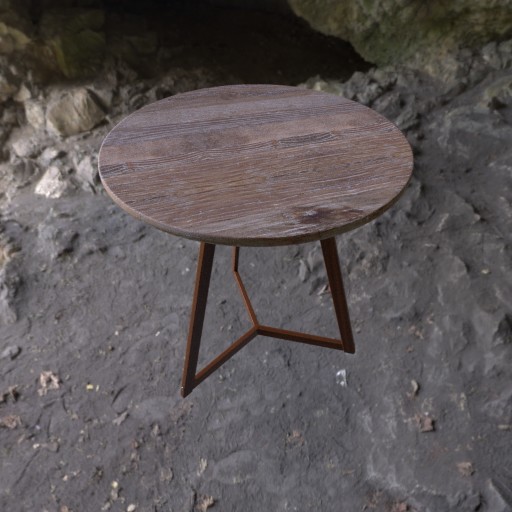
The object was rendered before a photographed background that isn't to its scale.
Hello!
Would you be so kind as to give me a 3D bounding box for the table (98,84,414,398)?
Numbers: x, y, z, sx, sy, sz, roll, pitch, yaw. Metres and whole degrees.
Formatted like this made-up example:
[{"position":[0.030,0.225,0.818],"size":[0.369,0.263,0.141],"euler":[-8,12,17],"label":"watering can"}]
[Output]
[{"position":[0.000,0.000,0.889],"size":[0.500,0.500,0.500],"euler":[0,42,0],"label":"table"}]
